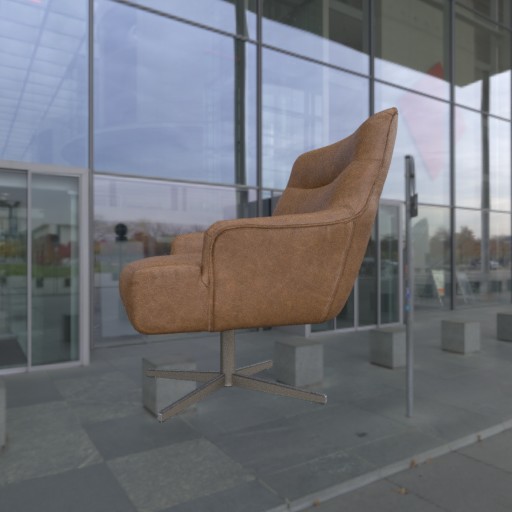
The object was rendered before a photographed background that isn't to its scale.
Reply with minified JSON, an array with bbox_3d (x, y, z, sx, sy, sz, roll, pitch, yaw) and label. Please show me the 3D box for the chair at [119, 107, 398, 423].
[{"bbox_3d":[0.000,0.000,1.478,0.874,0.869,0.729,0,0,-18],"label":"chair"}]
